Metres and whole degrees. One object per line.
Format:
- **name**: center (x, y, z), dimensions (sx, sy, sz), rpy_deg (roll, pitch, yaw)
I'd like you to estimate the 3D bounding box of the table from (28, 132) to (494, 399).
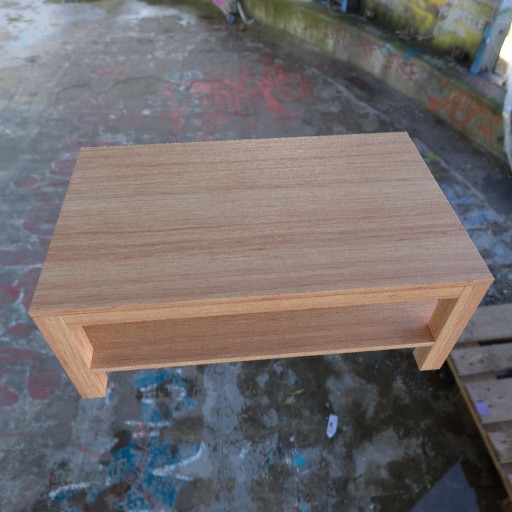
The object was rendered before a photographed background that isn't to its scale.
- **table**: center (0.000, 0.000, 1.485), dimensions (1.146, 0.457, 0.695), rpy_deg (-4, 47, -4)
